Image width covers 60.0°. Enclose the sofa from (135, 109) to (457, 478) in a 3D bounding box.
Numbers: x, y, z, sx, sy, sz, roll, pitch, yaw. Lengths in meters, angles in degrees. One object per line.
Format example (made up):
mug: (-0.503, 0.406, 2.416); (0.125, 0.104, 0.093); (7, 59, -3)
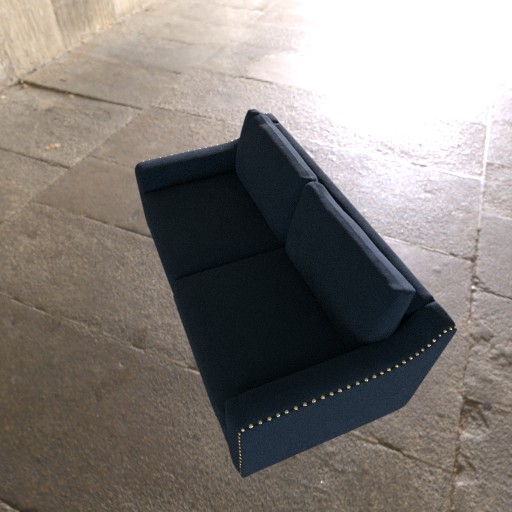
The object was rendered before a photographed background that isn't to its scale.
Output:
sofa: (0.000, 0.000, 2.745); (1.104, 0.983, 2.107); (-16, 48, -15)
